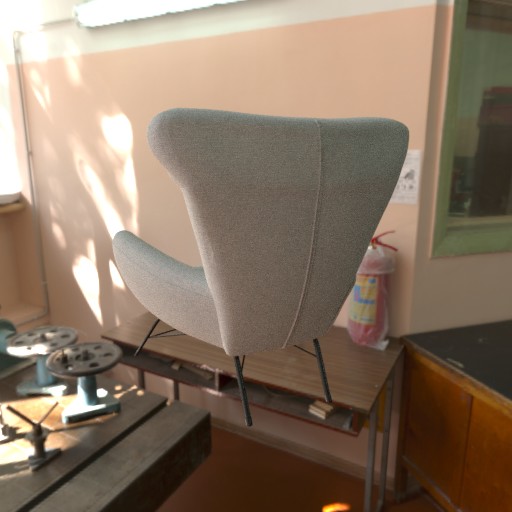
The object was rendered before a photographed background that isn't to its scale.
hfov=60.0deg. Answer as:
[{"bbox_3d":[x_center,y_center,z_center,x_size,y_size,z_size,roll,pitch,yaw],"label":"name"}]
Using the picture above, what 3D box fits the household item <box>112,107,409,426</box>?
[{"bbox_3d":[0.000,0.000,1.774,0.980,1.050,0.900,-7,15,-27],"label":"household item"}]
